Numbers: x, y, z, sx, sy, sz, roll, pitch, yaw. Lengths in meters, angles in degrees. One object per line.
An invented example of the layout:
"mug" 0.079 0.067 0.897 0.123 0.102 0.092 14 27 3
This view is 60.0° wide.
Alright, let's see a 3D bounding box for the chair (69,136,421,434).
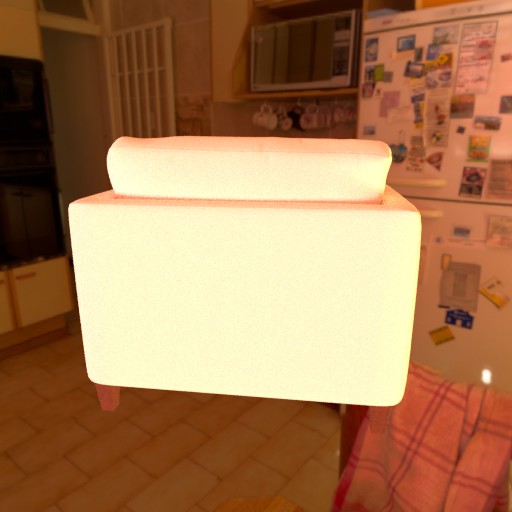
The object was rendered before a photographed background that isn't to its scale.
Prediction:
"chair" 0.000 0.000 1.686 1.019 0.885 0.878 2 16 7
